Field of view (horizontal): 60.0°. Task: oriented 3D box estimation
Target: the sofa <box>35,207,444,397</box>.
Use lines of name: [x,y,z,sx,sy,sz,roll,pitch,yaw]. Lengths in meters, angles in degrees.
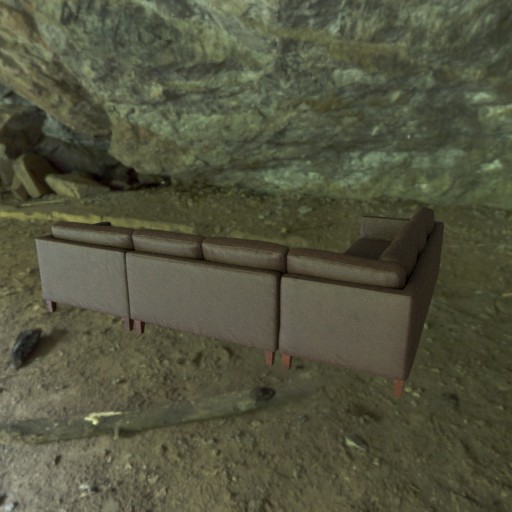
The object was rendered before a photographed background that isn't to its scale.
sofa: [0.000,0.000,4.631,3.460,0.923,2.593,8,18,25]
